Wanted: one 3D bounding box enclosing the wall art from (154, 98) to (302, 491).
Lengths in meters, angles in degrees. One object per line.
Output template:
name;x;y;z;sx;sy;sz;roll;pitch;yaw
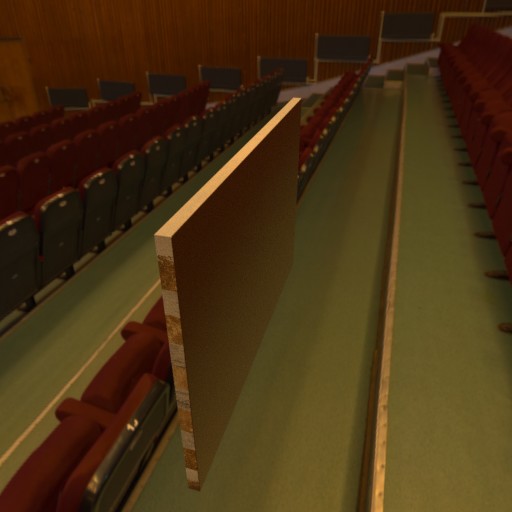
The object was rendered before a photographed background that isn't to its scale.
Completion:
wall art;0.000;0.000;1.158;0.027;0.610;0.932;9;32;14
